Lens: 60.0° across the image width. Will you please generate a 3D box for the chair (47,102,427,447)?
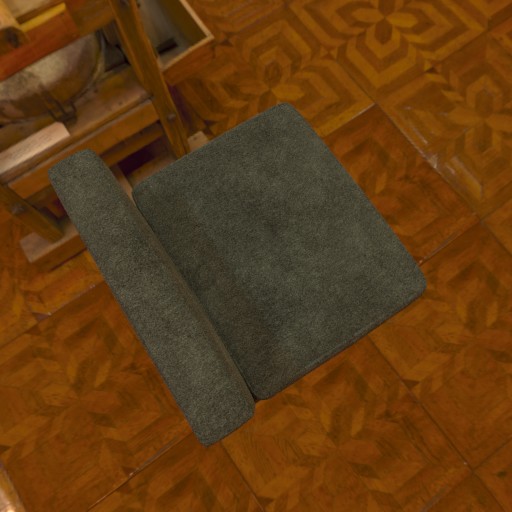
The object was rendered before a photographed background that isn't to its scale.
[{"bbox_3d":[0.000,0.000,1.228,0.680,0.660,0.680,-32,77,-8],"label":"chair"}]
